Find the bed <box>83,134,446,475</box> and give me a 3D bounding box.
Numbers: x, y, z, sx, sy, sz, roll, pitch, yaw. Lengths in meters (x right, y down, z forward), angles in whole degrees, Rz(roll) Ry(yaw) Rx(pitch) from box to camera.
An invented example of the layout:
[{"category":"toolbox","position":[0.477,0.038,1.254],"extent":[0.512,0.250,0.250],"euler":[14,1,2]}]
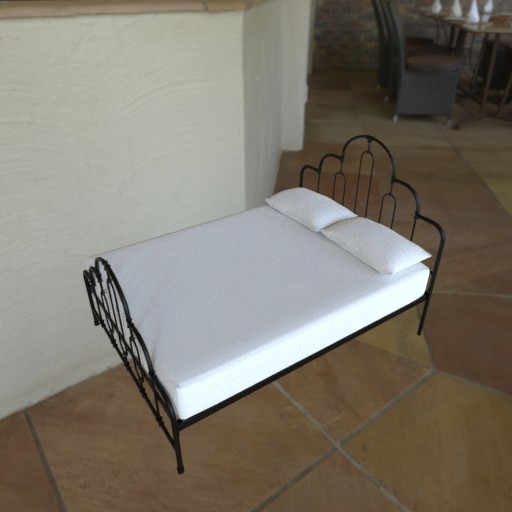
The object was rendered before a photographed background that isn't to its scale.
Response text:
[{"category":"bed","position":[0.000,0.000,3.292],"extent":[2.181,1.444,1.626],"euler":[-20,37,-29]}]
